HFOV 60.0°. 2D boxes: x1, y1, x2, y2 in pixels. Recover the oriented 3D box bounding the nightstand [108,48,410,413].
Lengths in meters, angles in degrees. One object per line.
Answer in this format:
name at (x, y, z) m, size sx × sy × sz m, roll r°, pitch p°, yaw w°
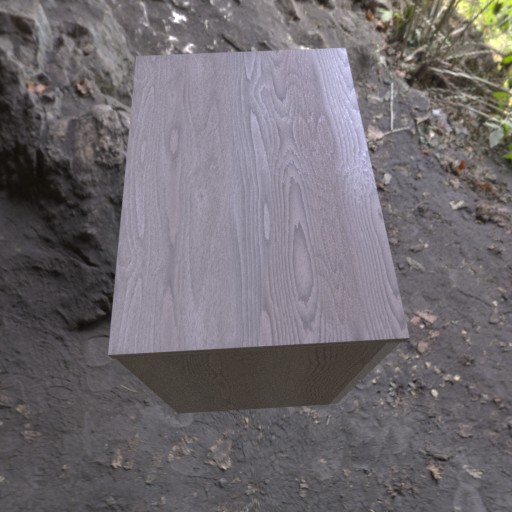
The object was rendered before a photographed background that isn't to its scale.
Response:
nightstand at (0.000, 0.000, 0.758) m, size 0.325 × 0.461 × 0.442 m, roll -3°, pitch 63°, yaw -2°
